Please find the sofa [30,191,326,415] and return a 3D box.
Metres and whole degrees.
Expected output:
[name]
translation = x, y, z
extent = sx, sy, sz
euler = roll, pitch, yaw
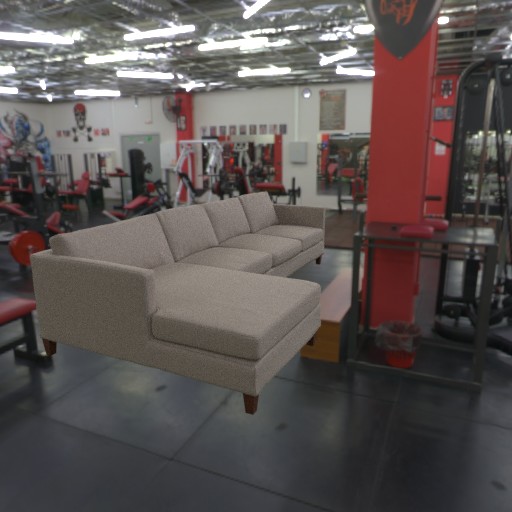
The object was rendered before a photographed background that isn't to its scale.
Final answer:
[sofa]
translation = 0.000, 0.000, 3.872
extent = 1.625, 0.846, 3.186
euler = 7, 15, 26
